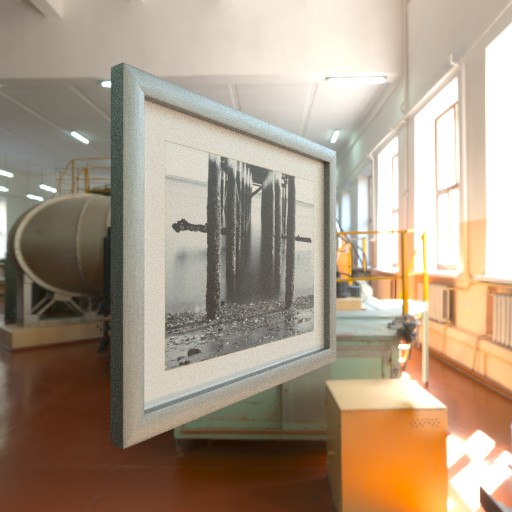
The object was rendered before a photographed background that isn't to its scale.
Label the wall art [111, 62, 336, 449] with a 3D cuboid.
[{"bbox_3d":[0.000,0.000,0.752,0.028,0.457,0.556,0,0,37],"label":"wall art"}]
